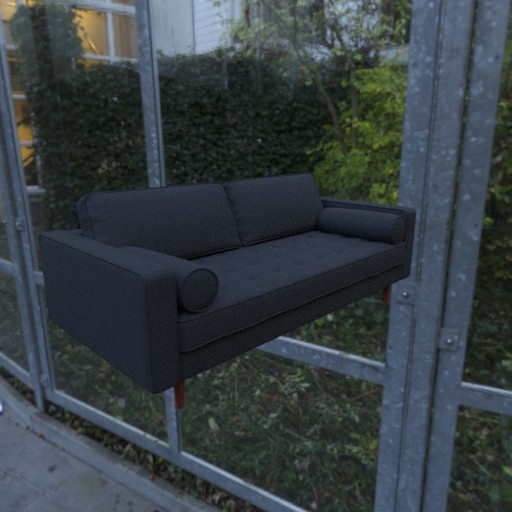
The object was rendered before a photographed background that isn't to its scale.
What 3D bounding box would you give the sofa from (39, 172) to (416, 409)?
[{"bbox_3d":[0.000,0.000,2.361,0.914,0.759,1.875,15,21,43],"label":"sofa"}]
